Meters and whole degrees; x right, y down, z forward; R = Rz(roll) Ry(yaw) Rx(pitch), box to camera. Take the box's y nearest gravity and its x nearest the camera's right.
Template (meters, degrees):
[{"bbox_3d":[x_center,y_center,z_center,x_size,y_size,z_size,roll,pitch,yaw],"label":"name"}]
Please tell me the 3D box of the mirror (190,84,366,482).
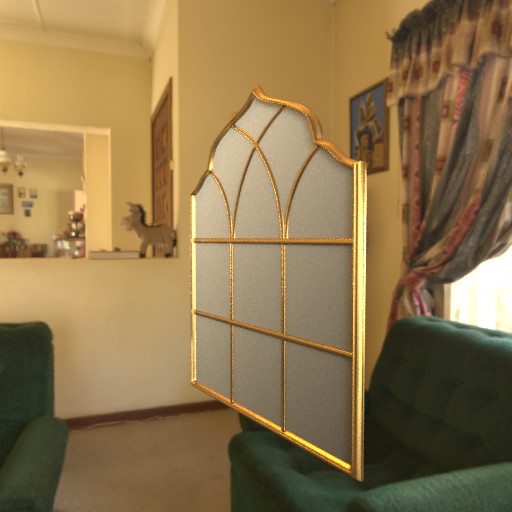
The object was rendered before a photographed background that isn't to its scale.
[{"bbox_3d":[0.000,0.000,0.832,0.018,0.635,0.513,-2,3,-36],"label":"mirror"}]
